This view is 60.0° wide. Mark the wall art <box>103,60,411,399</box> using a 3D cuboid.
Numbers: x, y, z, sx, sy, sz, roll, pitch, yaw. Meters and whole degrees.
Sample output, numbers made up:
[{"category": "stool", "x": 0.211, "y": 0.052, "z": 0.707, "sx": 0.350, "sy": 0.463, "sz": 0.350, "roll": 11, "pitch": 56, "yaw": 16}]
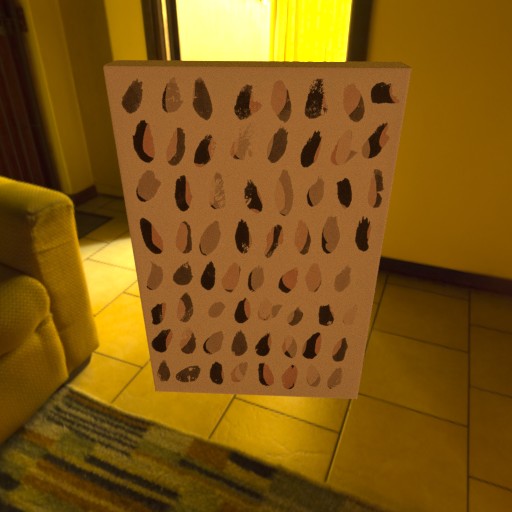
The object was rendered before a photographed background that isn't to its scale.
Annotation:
[{"category": "wall art", "x": 0.000, "y": 0.000, "z": 0.475, "sx": 0.252, "sy": 0.381, "sz": 0.039, "roll": 1, "pitch": 30, "yaw": 2}]
